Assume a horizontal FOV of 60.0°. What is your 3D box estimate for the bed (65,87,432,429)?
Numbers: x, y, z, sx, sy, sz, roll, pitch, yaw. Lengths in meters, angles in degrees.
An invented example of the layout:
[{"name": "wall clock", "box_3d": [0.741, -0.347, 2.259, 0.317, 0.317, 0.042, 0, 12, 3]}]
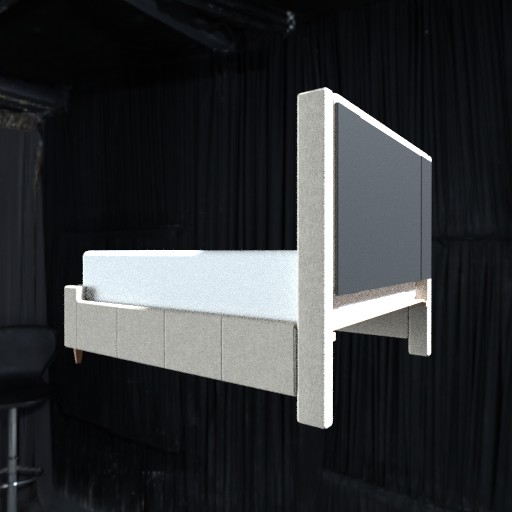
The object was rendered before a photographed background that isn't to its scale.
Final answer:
[{"name": "bed", "box_3d": [0.000, 0.000, 3.733, 2.370, 1.743, 2.045, 0, 1, 35]}]
